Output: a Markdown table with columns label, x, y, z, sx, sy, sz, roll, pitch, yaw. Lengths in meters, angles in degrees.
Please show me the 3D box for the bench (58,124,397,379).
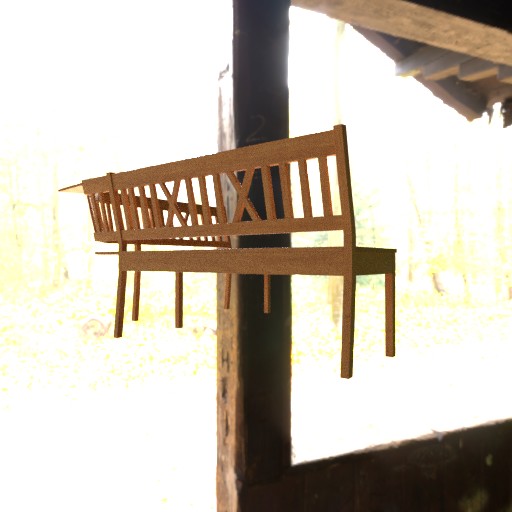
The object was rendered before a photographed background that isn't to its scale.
| label | x | y | z | sx | sy | sz | roll | pitch | yaw |
| --- | --- | --- | --- | --- | --- | --- | --- | --- | --- |
| bench | 0.000 | 0.000 | 2.737 | 1.937 | 0.902 | 1.537 | 0 | -1 | 38 |
